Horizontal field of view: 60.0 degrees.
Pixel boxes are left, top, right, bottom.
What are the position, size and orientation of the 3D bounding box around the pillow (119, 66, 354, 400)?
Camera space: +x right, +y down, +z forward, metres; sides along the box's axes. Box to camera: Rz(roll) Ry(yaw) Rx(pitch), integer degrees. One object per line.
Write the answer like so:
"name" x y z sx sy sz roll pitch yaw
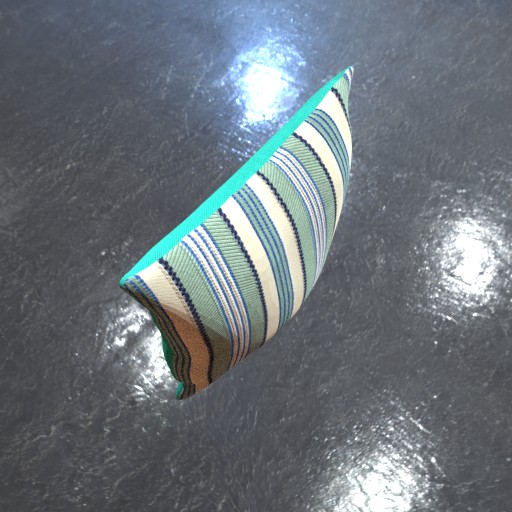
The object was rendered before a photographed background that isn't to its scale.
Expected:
"pillow" 0.000 0.000 0.694 0.182 0.441 0.440 33 64 18
